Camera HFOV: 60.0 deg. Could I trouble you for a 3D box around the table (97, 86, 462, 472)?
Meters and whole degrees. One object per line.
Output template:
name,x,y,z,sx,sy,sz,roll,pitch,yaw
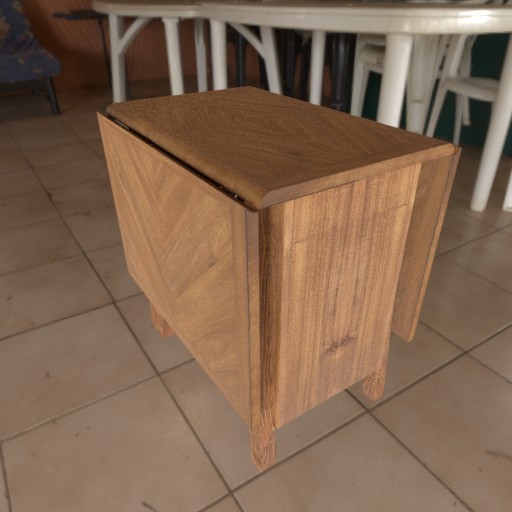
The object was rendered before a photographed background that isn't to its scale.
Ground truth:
table,0.000,0.000,1.624,0.701,0.981,0.967,-19,36,-29
